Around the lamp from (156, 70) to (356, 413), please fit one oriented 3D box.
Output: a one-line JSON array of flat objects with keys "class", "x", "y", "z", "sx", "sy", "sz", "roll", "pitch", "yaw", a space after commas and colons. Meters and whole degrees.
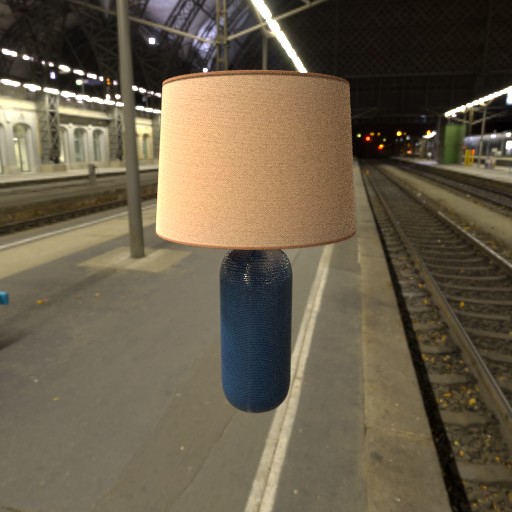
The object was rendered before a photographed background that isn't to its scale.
[{"class": "lamp", "x": 0.000, "y": 0.000, "z": 0.844, "sx": 0.367, "sy": 0.609, "sz": 0.367, "roll": 0, "pitch": 13, "yaw": 0}]
